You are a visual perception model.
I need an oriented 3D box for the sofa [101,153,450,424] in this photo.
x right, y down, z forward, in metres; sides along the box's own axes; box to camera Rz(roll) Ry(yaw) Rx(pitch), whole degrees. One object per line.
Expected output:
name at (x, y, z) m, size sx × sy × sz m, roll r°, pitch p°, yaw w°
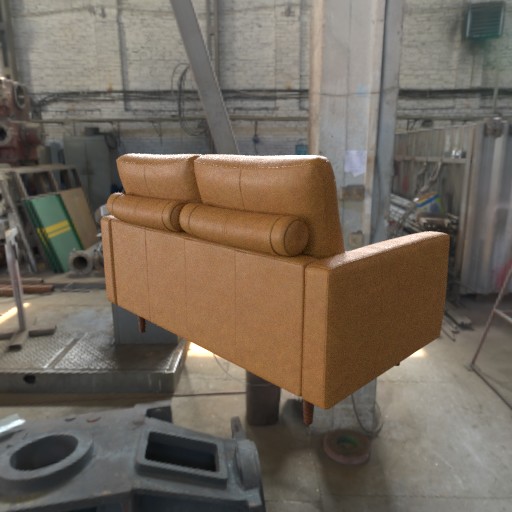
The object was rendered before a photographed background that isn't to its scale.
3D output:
sofa at (0.000, 0.000, 2.000) m, size 0.868 × 0.898 × 1.430 m, roll -13°, pitch 18°, yaw -43°
